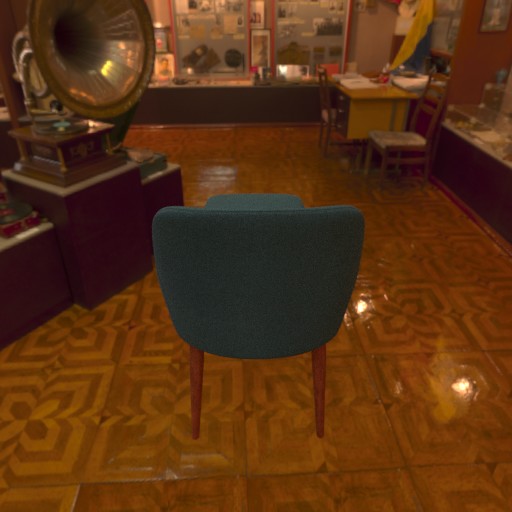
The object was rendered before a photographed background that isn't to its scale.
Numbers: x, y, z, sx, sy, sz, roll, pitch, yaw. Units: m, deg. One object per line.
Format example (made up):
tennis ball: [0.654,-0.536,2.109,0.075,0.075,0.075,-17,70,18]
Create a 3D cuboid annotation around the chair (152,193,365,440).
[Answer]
chair: [0.000,0.000,1.602,0.584,0.866,1.114,0,31,-1]
